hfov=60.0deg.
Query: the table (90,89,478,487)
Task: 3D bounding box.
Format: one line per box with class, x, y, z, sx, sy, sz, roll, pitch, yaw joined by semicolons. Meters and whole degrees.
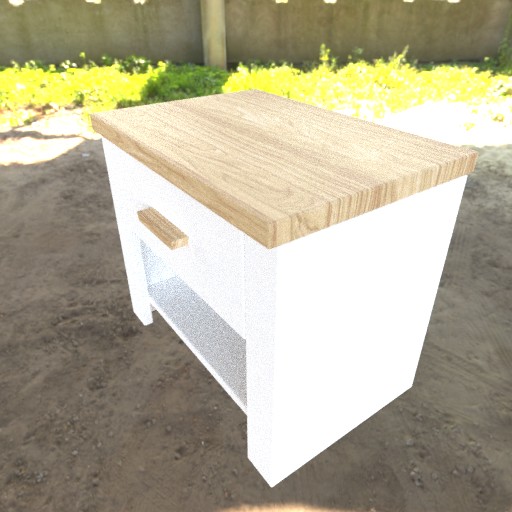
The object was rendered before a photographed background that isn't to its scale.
table;0.000;0.000;0.777;0.360;0.440;0.500;-21;37;-30
